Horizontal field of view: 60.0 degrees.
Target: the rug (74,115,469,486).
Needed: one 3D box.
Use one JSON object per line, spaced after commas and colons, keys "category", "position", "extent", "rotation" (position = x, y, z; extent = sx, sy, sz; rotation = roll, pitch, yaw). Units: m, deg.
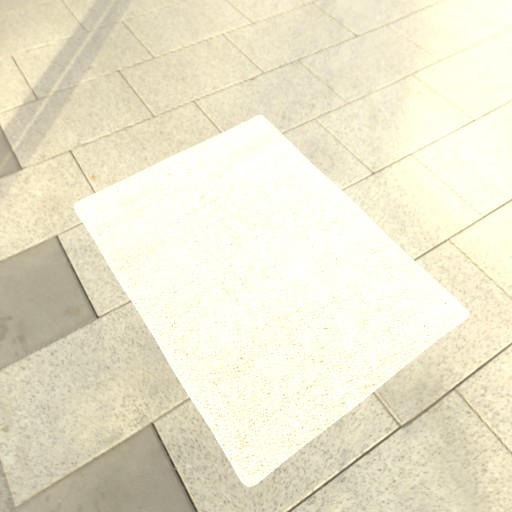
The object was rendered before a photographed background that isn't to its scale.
{"category": "rug", "position": [0.000, 0.000, 2.127], "extent": [1.200, 0.027, 1.600], "rotation": [-31, 63, -18]}
